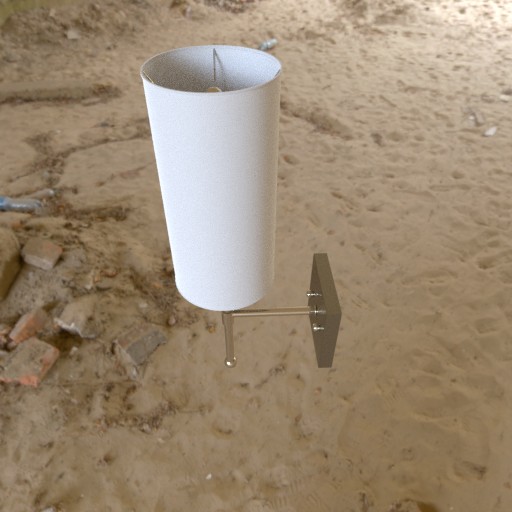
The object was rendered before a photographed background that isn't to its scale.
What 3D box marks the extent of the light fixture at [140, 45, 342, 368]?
[{"bbox_3d":[0.000,0.000,0.556,0.208,0.462,0.128,-2,41,-2],"label":"light fixture"}]
